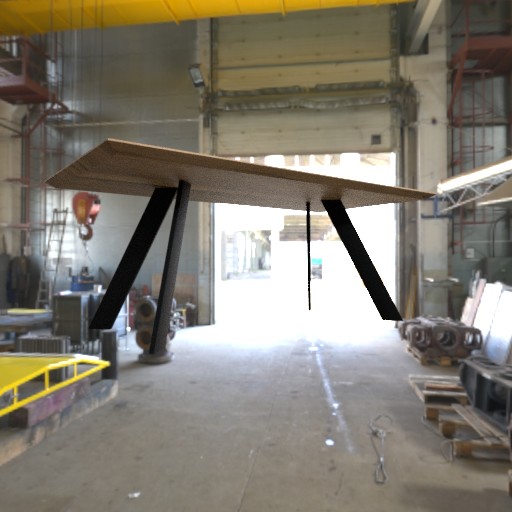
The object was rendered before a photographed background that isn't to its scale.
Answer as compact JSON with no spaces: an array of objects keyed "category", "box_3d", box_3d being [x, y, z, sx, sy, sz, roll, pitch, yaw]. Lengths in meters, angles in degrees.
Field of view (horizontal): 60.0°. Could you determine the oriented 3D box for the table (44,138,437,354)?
[{"category":"table","box_3d":[0.000,0.000,2.492,2.000,0.770,1.000,1,-1,-37]}]
